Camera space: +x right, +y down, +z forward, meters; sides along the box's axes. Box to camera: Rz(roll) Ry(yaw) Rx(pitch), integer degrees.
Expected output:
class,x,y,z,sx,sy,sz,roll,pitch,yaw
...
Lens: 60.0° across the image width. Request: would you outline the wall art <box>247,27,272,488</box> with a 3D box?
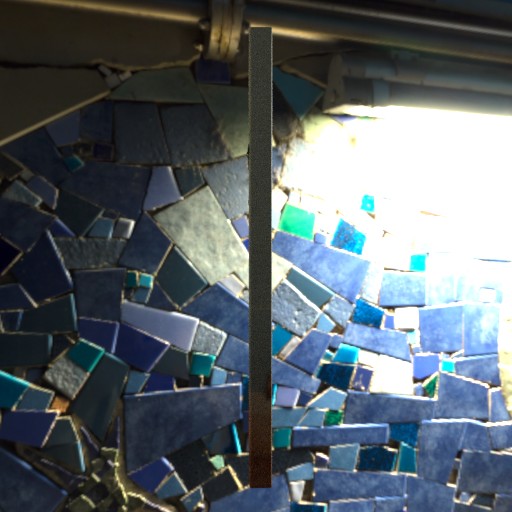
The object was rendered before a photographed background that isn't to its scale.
class,x,y,z,sx,sy,sz,roll,pitch,yaw
wall art,0.000,0.000,0.883,0.034,0.605,0.605,0,1,-1
